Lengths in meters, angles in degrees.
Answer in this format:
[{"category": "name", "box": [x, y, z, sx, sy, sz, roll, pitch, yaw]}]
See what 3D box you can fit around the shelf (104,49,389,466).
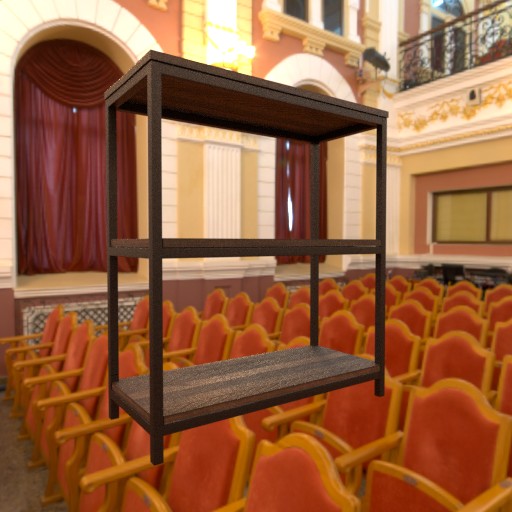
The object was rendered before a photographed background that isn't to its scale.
[{"category": "shelf", "box": [0.000, 0.000, 1.385, 0.822, 0.947, 0.352, -1, 2, -35]}]
